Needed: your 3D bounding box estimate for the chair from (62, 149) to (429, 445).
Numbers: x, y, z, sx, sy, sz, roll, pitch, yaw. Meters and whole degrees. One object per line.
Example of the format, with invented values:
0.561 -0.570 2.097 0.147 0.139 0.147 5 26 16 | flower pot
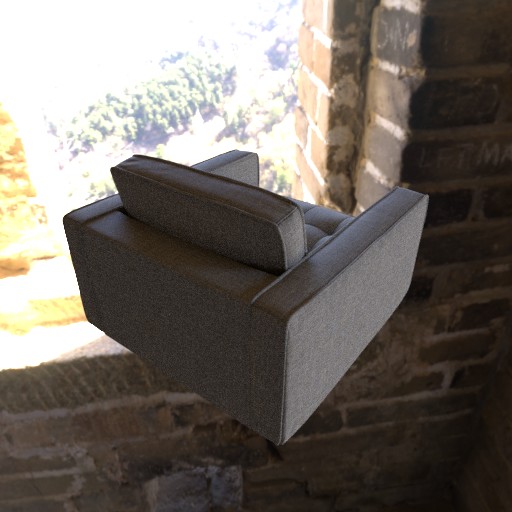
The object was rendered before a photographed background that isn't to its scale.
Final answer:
0.000 0.000 1.577 0.889 0.765 0.914 21 37 31 | chair
